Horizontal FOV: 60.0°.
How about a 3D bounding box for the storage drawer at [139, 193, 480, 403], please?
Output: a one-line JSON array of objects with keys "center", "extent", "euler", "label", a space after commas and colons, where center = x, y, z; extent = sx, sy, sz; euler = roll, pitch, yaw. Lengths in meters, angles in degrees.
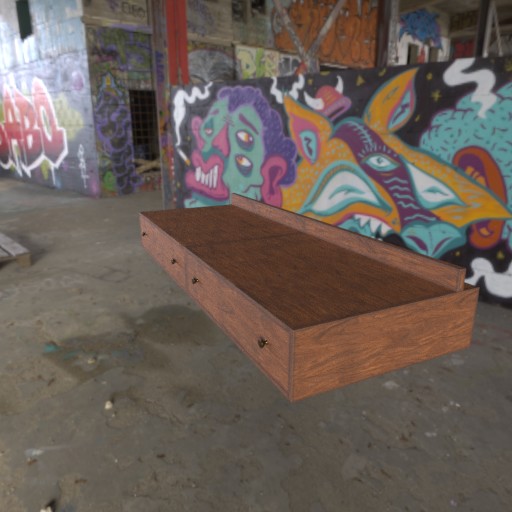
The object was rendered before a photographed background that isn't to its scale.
[{"center": [0.000, 0.000, 2.215], "extent": [0.774, 0.339, 1.914], "euler": [-8, 18, -25], "label": "storage drawer"}]
